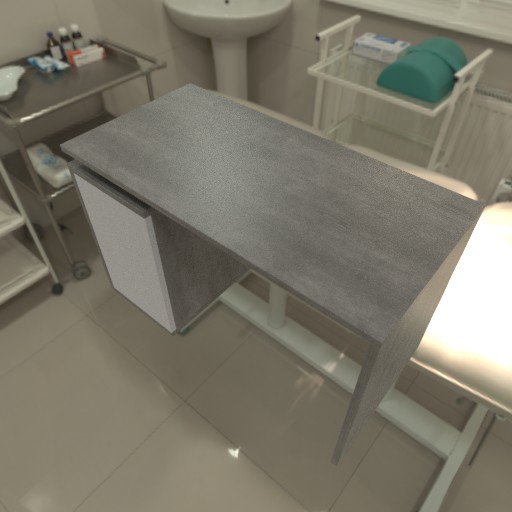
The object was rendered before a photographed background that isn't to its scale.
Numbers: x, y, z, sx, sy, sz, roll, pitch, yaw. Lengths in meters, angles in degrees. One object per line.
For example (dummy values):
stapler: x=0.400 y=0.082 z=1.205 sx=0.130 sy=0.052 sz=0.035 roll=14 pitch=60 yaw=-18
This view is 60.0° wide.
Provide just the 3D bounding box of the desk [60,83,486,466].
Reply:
desk: x=0.000 y=0.000 z=1.630 sx=1.200 sy=0.740 sz=0.600 roll=31 pitch=53 yaw=27
